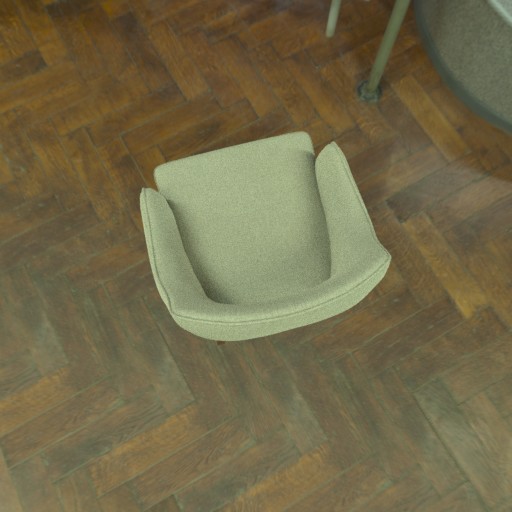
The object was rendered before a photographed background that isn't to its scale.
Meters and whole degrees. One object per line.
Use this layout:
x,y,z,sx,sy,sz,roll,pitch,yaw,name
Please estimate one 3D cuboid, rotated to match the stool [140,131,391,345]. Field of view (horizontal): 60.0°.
0.000,0.000,1.373,0.550,1.041,0.560,-14,75,-4,stool
